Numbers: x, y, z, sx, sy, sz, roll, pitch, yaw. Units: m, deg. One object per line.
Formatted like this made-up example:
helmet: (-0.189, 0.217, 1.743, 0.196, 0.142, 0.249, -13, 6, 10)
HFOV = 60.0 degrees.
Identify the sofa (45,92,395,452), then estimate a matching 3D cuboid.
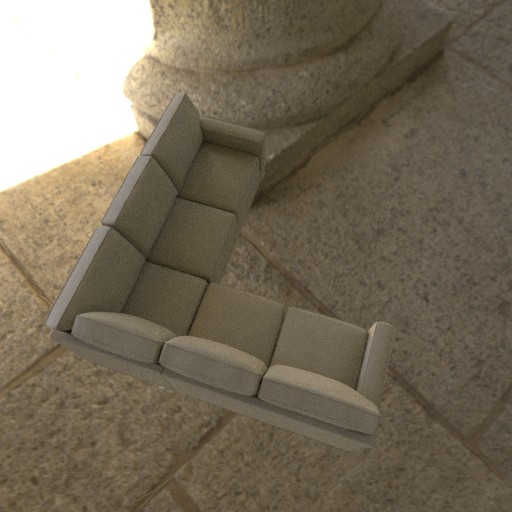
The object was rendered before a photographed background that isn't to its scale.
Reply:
sofa: (0.000, 0.000, 3.428, 2.188, 0.936, 2.211, 16, 65, 8)
